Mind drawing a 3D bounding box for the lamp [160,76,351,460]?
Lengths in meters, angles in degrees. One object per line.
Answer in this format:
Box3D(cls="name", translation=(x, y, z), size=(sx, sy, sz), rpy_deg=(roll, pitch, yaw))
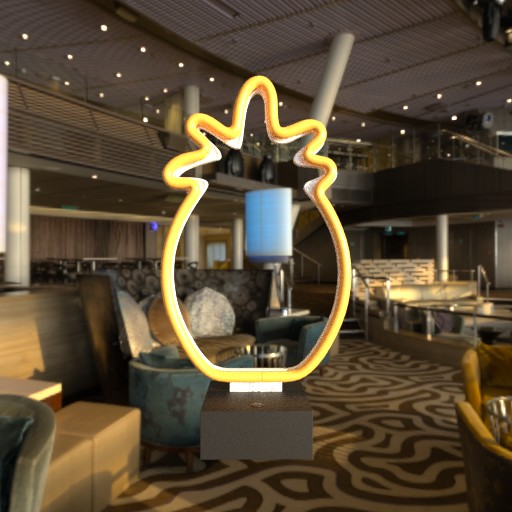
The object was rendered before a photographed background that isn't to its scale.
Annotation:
Box3D(cls="lamp", translation=(0.000, 0.000, 0.390), size=(0.167, 0.317, 0.088), rpy_deg=(0, 0, -1))
